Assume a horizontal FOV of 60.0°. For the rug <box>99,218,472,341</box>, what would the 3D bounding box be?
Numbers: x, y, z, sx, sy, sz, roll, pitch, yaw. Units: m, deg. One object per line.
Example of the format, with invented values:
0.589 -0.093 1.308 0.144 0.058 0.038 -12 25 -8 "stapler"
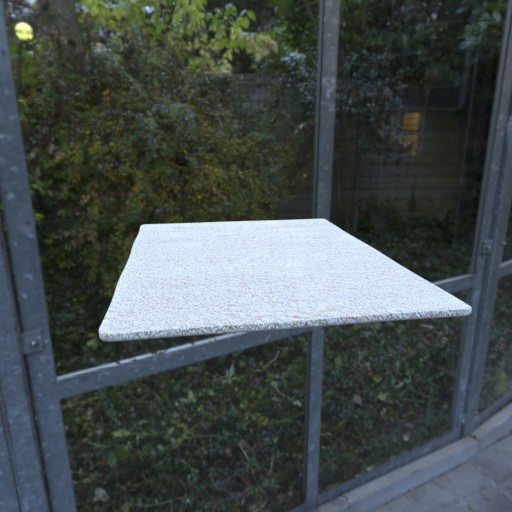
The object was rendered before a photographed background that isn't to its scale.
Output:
0.000 0.000 2.132 1.200 0.027 1.600 -3 16 -9 "rug"
